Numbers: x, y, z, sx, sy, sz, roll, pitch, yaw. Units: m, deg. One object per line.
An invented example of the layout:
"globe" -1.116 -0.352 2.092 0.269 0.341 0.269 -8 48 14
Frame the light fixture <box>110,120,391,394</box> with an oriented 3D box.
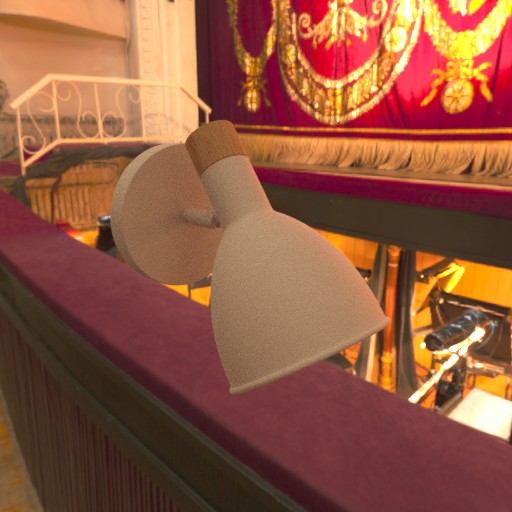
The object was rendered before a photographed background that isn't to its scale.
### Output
"light fixture" 0.000 0.000 0.336 0.127 0.199 0.209 -14 21 -43
